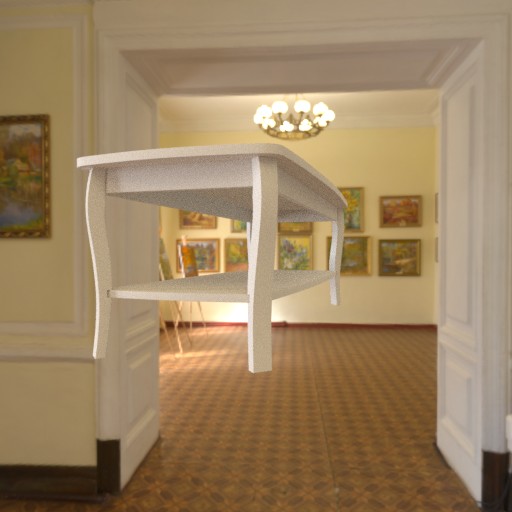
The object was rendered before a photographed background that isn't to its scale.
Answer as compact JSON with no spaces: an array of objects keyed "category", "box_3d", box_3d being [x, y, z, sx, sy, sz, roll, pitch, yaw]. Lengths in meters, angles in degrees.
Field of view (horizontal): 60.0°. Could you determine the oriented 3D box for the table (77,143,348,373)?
[{"category":"table","box_3d":[0.000,0.000,1.582,0.561,0.474,1.334,0,1,18]}]
